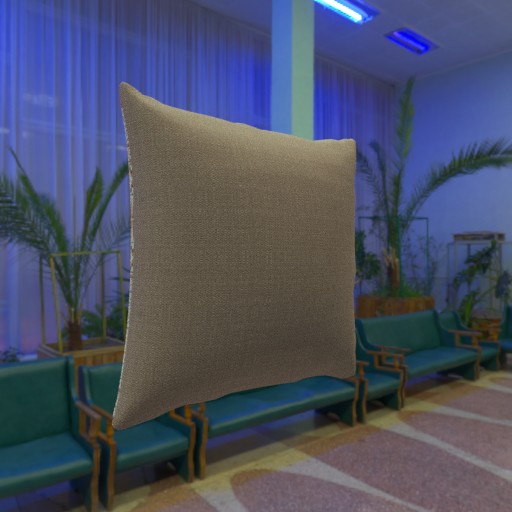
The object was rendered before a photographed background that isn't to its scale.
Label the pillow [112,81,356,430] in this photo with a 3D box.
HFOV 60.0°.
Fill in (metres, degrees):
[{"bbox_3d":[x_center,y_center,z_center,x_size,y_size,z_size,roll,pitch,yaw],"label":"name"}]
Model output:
[{"bbox_3d":[0.000,0.000,0.808,0.521,0.519,0.215,0,-1,-36],"label":"pillow"}]
